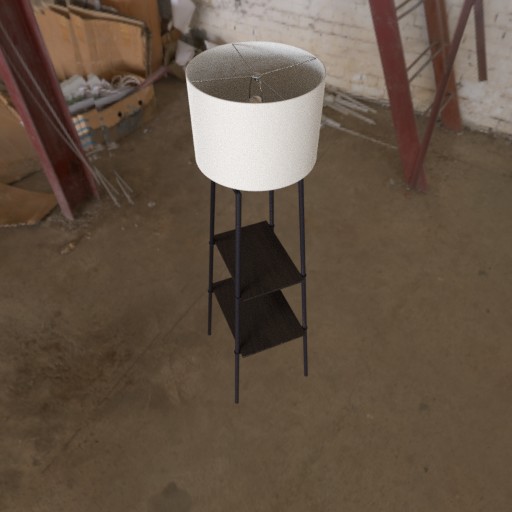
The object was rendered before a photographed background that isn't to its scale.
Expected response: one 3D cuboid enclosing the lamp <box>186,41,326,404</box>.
[{"bbox_3d":[0.000,0.000,1.728,0.384,1.474,0.427,-17,49,-15],"label":"lamp"}]
